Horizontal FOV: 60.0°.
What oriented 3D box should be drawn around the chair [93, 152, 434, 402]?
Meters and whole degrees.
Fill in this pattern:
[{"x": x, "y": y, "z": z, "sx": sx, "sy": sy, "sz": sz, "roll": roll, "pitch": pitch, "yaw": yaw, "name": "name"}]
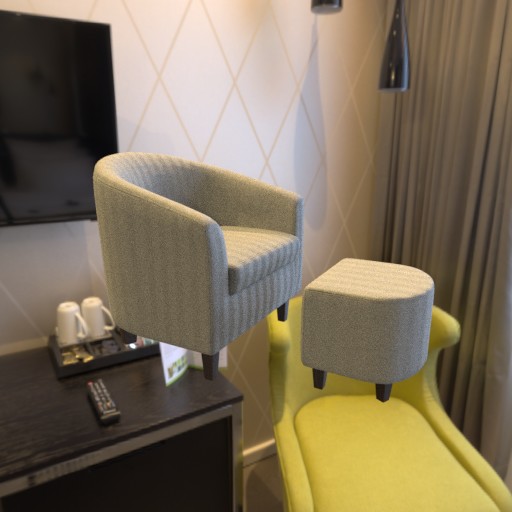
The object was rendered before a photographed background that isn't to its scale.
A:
[{"x": 0.000, "y": 0.000, "z": 1.698, "sx": 1.288, "sy": 0.757, "sz": 0.756, "roll": 8, "pitch": 17, "yaw": 28, "name": "chair"}]
